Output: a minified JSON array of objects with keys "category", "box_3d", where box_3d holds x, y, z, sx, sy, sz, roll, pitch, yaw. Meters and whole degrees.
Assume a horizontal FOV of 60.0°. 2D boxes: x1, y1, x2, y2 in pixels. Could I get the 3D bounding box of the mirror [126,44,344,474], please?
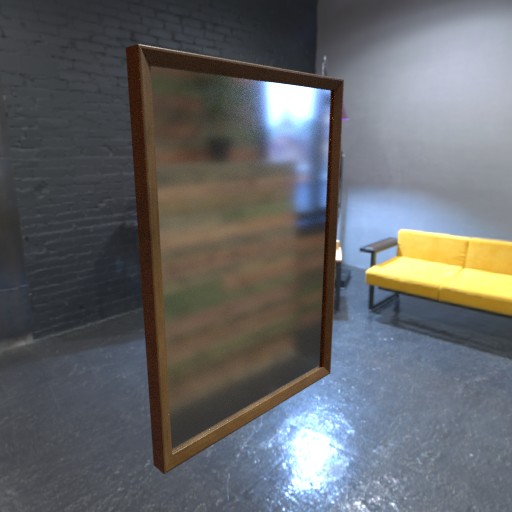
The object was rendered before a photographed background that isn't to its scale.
[{"category":"mirror","box_3d":[0.000,0.000,0.894,0.039,0.711,0.508,14,20,43]}]
